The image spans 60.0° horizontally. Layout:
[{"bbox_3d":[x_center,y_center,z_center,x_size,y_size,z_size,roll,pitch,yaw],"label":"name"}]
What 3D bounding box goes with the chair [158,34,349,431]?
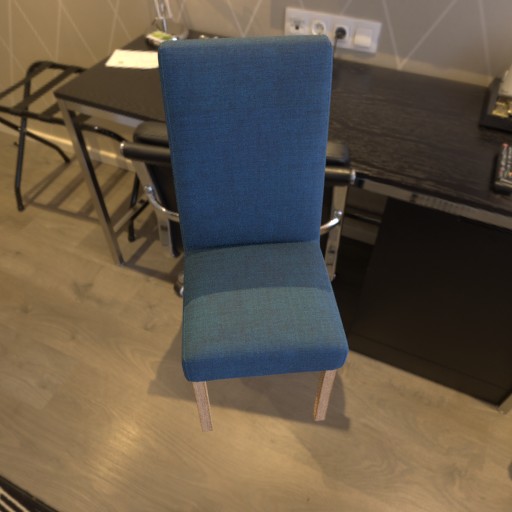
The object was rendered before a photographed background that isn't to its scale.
[{"bbox_3d":[0.000,0.000,1.307,0.450,1.029,0.610,-4,48,-4],"label":"chair"}]
